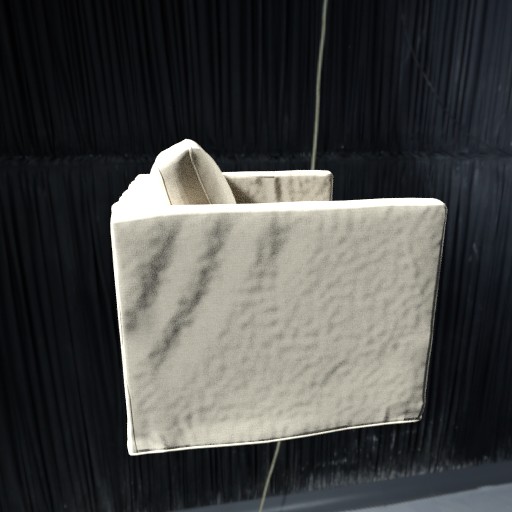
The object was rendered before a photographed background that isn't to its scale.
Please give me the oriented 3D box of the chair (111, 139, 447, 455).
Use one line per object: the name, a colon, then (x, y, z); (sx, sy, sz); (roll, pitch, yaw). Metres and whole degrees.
chair: (0.000, 0.000, 1.714); (0.949, 0.867, 1.057); (-3, 16, -10)
